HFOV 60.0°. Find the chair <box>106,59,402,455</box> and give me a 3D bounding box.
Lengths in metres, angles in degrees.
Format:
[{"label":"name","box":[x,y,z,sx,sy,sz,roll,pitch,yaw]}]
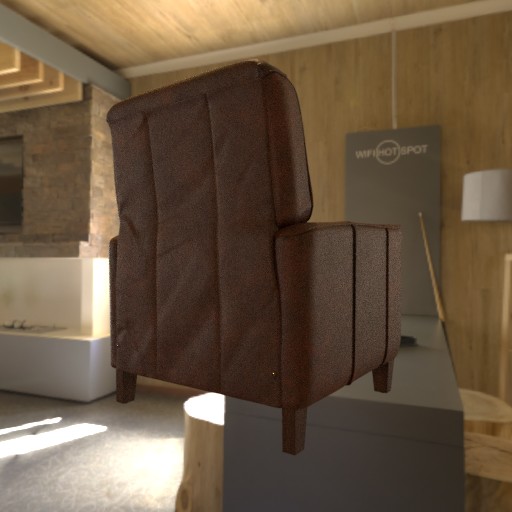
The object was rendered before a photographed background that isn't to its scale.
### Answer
[{"label":"chair","box":[0.000,0.000,1.628,0.843,1.043,0.836,0,-1,36]}]
